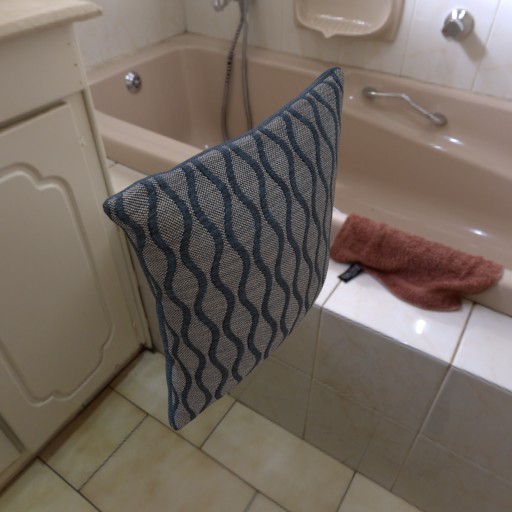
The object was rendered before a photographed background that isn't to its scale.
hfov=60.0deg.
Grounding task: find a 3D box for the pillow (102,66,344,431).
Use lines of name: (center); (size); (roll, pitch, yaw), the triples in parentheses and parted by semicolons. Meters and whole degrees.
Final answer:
pillow: (0.000, 0.000, 0.662); (0.159, 0.435, 0.435); (25, 47, 26)
